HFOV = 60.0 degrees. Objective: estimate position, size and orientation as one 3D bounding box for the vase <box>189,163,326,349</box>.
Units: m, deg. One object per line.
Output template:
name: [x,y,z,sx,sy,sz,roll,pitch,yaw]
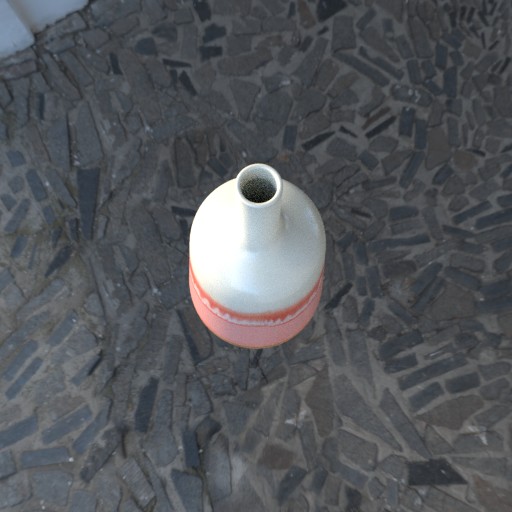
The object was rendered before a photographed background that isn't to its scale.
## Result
vase: [0.000,0.000,0.382,0.144,0.296,0.144,0,75,0]
